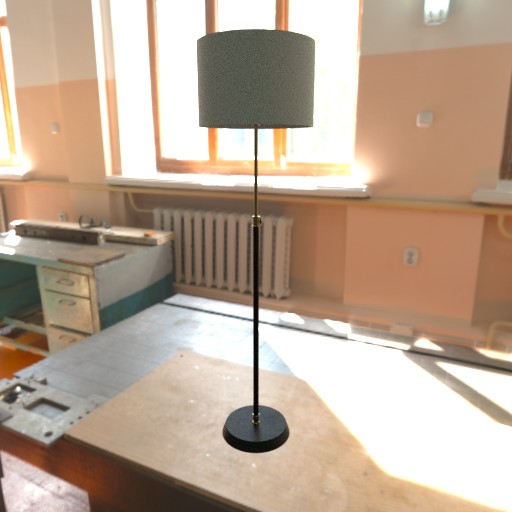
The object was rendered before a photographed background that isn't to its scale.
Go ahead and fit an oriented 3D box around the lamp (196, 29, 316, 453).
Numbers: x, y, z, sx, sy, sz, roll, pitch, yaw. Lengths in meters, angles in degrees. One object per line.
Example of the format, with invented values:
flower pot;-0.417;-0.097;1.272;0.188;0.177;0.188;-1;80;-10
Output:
lamp;0.000;0.000;1.686;0.404;1.517;0.404;-7;16;-27
